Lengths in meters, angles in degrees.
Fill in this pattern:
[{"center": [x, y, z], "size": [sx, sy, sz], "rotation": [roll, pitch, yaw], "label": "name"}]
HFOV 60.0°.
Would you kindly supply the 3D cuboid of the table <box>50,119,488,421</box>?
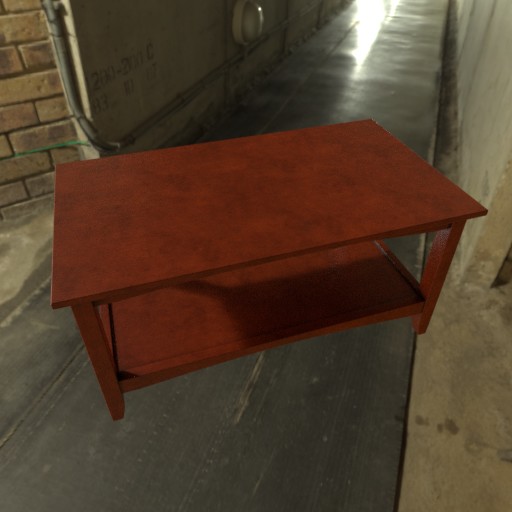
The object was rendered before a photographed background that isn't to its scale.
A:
[{"center": [0.000, 0.000, 1.236], "size": [0.943, 0.456, 0.533], "rotation": [-12, 42, -14], "label": "table"}]
